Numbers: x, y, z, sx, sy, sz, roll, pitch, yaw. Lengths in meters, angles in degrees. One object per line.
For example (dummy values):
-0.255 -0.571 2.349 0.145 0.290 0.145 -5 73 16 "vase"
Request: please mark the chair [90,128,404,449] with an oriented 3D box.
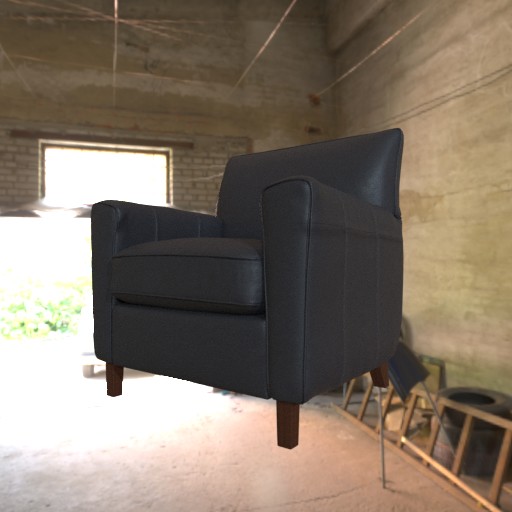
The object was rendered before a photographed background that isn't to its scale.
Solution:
0.000 0.000 1.567 0.870 0.943 0.825 0 -1 36 "chair"
